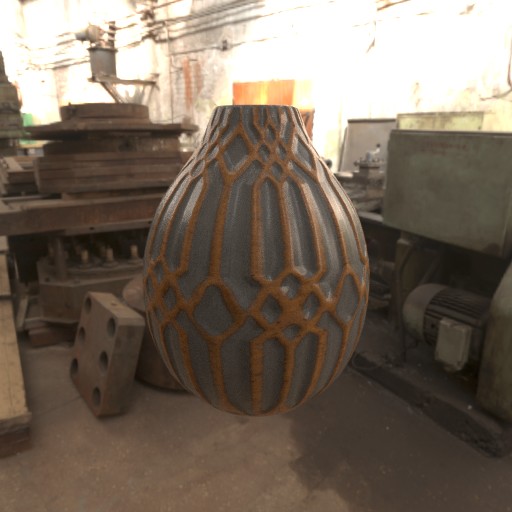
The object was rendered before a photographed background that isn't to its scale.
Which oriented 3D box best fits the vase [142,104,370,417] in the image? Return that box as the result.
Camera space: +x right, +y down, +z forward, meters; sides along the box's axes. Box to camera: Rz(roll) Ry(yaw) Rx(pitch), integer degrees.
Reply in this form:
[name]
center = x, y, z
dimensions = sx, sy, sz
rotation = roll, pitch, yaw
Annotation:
[vase]
center = 0.000, 0.000, 0.137
dimensions = 0.069, 0.088, 0.069
rotation = 0, 16, 0
